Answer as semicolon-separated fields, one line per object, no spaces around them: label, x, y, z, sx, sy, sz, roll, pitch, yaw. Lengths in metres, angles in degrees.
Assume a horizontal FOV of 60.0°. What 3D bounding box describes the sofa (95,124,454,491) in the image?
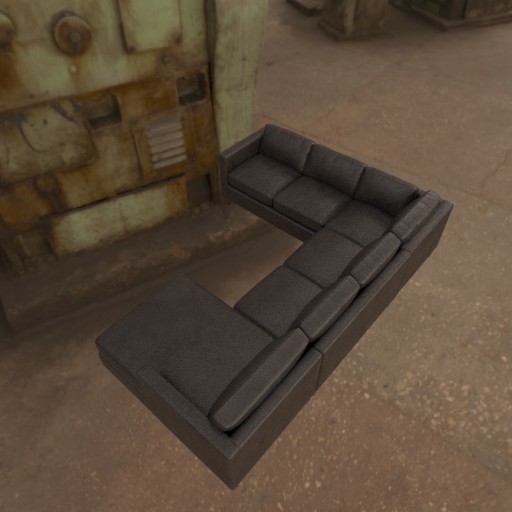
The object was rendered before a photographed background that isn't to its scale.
sofa;0.000;0.000;4.380;2.452;0.891;3.324;32;54;27
